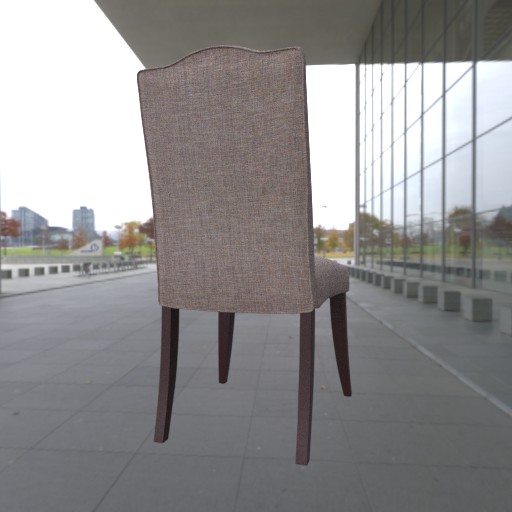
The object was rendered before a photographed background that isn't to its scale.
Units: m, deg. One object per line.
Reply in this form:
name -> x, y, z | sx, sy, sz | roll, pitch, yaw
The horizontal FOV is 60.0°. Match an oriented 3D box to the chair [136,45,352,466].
chair -> 0.000, 0.000, 1.368 | 0.513, 1.016, 0.660 | 0, 1, 18
